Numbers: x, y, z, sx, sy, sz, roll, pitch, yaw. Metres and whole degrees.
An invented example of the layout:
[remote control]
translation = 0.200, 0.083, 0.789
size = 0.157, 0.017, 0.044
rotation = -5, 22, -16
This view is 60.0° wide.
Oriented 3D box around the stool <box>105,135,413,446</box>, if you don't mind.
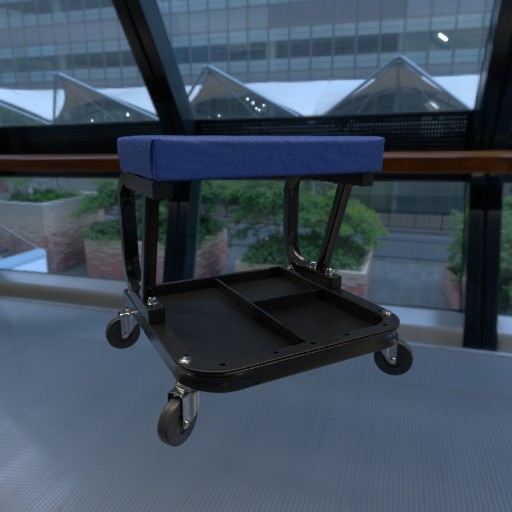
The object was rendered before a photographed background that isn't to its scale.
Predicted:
[stool]
translation = 0.000, 0.000, 0.727
size = 0.446, 0.380, 0.371
rotation = -8, 17, -27
